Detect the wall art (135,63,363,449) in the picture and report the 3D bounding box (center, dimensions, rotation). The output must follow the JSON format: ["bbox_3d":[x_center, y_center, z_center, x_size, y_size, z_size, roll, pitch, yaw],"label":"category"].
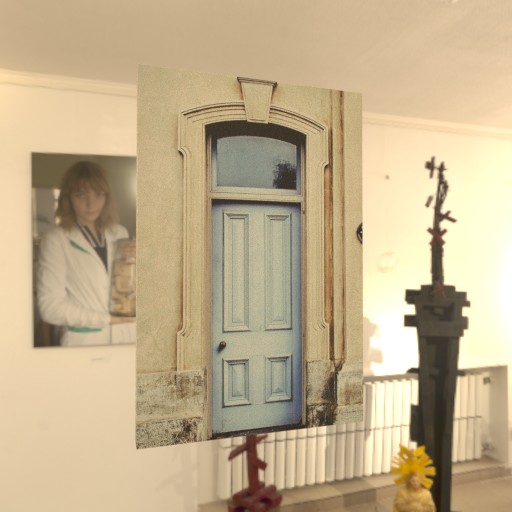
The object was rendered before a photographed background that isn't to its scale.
[{"bbox_3d":[0.000,0.000,0.775,0.403,0.607,0.036,0,-1,-18],"label":"wall art"}]
